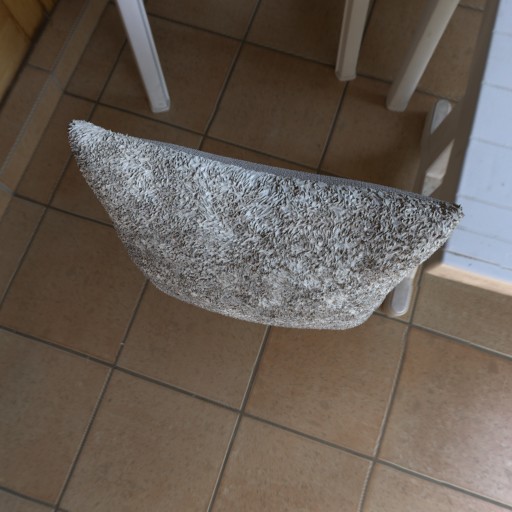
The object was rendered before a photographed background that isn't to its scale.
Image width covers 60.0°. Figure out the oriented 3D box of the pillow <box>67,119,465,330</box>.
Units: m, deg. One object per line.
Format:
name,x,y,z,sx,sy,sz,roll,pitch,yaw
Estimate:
pillow,0.000,0.000,0.784,0.529,0.515,0.218,12,76,3
